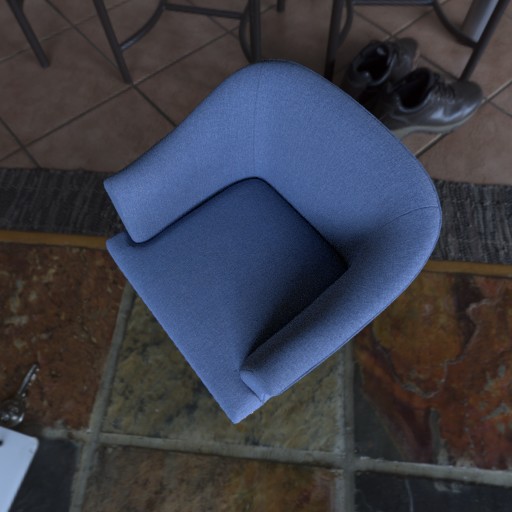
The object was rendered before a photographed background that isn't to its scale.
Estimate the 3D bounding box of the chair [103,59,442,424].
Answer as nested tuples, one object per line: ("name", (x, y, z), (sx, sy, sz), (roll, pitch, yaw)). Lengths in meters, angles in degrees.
("chair", (0.000, 0.000, 1.387), (0.704, 0.815, 0.798), (-35, 68, -17))
